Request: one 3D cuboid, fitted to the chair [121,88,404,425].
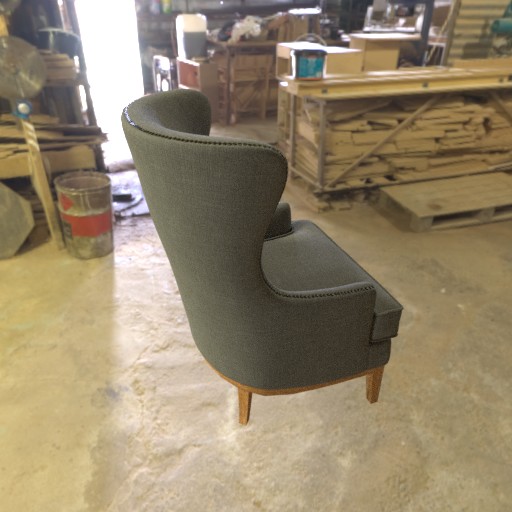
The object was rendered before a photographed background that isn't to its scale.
[{"bbox_3d":[0.000,0.000,1.783,0.883,1.176,0.864,-10,32,-17],"label":"chair"}]
